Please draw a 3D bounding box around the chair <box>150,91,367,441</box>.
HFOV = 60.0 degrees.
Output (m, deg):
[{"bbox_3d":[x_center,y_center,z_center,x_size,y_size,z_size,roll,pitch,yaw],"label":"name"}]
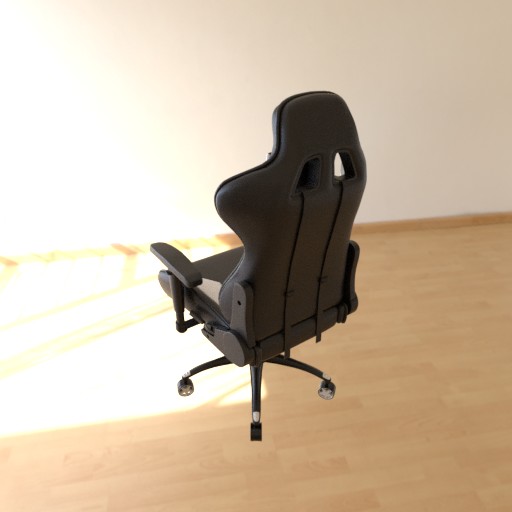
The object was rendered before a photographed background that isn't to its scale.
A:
[{"bbox_3d":[0.000,0.000,1.729,0.730,1.285,0.695,-19,35,-30],"label":"chair"}]
